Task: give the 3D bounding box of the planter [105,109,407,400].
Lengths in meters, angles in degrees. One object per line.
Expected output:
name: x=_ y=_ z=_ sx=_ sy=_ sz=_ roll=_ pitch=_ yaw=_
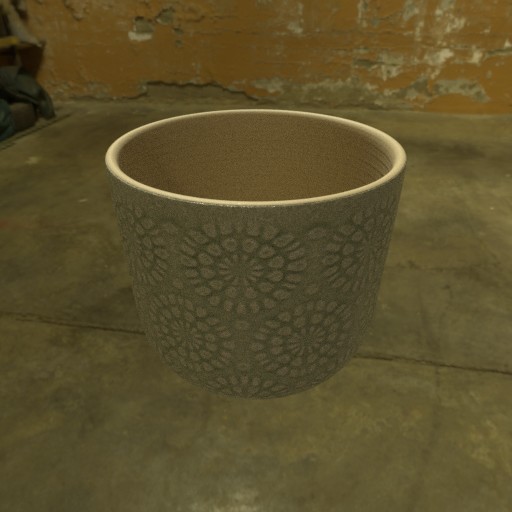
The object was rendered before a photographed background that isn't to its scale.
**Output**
planter: x=0.000 y=0.000 z=0.297 sx=0.169 sy=0.153 sz=0.169 roll=0 pitch=31 yaw=0
